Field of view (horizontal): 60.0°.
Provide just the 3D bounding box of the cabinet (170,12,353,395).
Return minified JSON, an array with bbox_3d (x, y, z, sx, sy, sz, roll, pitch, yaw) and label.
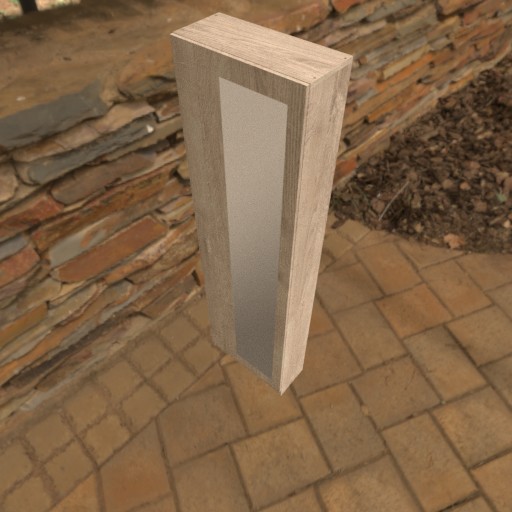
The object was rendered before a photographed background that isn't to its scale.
[{"bbox_3d":[0.000,0.000,1.924,0.500,1.790,0.230,32,55,25],"label":"cabinet"}]
